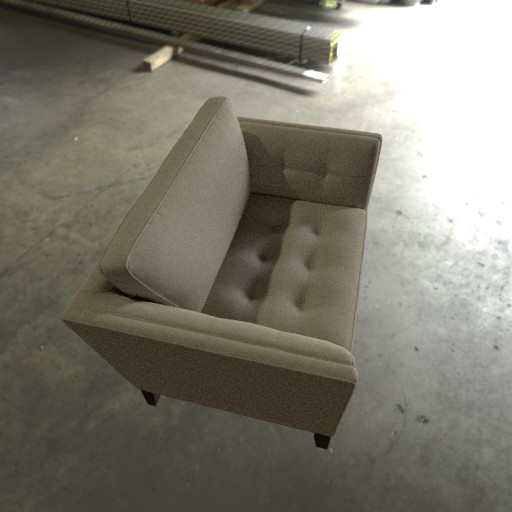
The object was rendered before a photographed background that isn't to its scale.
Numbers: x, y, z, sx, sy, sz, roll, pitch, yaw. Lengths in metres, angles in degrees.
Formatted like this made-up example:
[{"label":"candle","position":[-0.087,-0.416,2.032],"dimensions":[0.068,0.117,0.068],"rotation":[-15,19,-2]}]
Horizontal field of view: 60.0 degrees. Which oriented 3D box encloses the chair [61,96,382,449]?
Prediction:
[{"label":"chair","position":[0.000,0.000,2.027],"dimensions":[0.965,0.940,1.397],"rotation":[10,47,10]}]
